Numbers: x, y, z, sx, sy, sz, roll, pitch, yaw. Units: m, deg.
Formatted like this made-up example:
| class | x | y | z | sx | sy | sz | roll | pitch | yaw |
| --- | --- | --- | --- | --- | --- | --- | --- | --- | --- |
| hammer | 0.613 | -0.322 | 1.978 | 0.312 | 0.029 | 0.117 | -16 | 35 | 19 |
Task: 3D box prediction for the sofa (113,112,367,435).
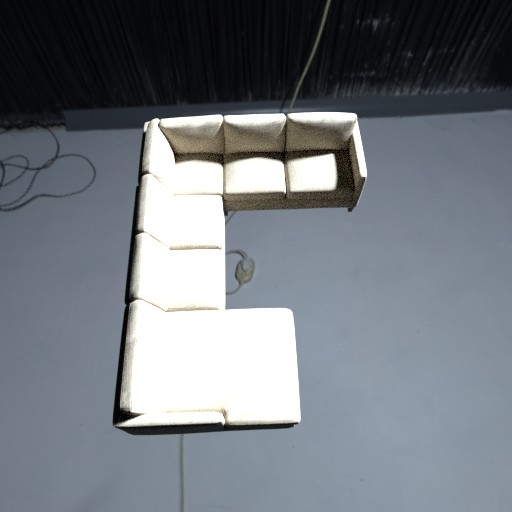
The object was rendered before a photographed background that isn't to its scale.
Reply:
| class | x | y | z | sx | sy | sz | roll | pitch | yaw |
| --- | --- | --- | --- | --- | --- | --- | --- | --- | --- |
| sofa | 0.000 | 0.000 | 4.748 | 2.593 | 0.959 | 3.460 | -2 | 63 | -1 |
